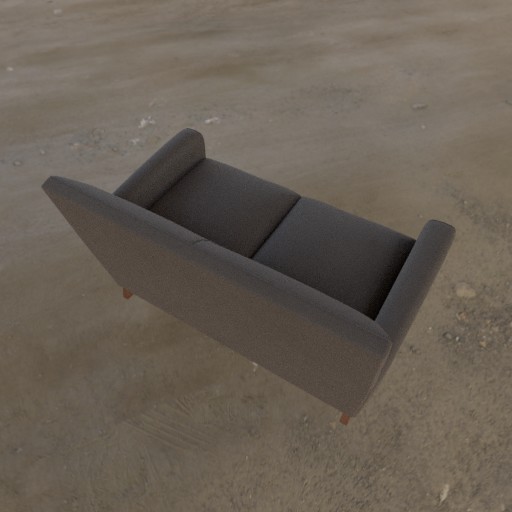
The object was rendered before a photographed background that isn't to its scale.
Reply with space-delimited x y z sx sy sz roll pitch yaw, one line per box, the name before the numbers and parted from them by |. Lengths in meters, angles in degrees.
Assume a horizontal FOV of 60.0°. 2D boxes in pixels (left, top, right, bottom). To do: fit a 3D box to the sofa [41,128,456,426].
sofa | 0.000 0.000 1.954 1.420 0.846 0.871 25 53 21
